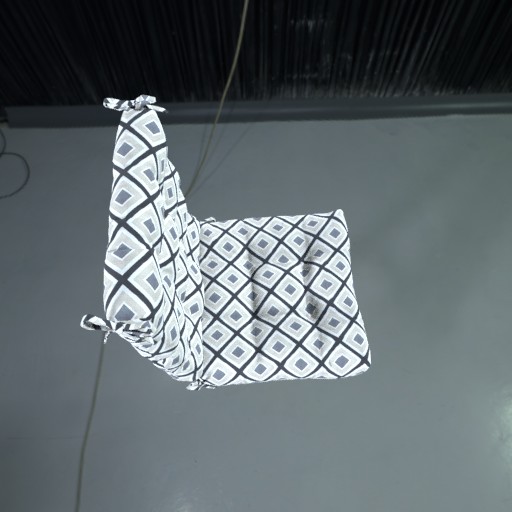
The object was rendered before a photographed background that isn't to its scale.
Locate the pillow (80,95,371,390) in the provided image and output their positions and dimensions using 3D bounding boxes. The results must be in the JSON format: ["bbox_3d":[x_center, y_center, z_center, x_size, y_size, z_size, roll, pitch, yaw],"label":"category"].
[{"bbox_3d":[0.000,0.000,1.029,0.571,0.605,0.519,-4,64,-2],"label":"pillow"}]
